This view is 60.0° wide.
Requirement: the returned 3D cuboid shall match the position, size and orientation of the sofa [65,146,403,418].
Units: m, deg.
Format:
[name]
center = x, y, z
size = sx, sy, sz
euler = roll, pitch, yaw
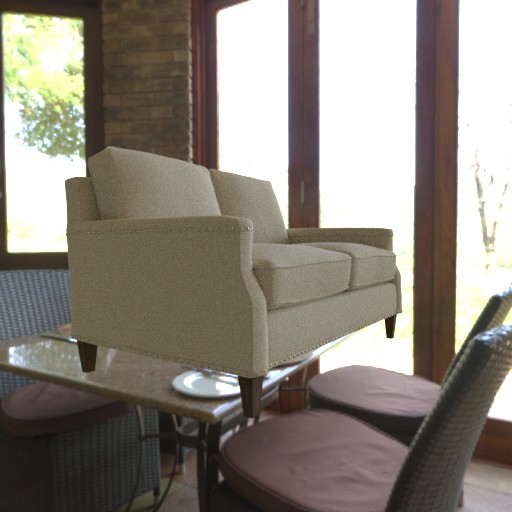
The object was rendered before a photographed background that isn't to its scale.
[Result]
[sofa]
center = 0.000, 0.000, 2.308
size = 1.084, 1.003, 1.597
euler = 1, 2, 35
